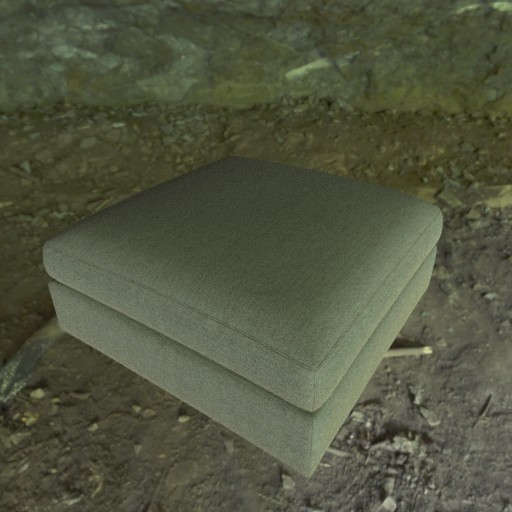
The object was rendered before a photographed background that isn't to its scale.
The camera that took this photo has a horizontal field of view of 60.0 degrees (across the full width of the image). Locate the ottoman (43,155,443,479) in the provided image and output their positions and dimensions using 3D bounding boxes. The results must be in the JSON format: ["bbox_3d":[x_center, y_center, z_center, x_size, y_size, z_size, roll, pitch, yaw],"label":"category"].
[{"bbox_3d":[0.000,0.000,1.594,1.041,0.470,1.041,19,35,29],"label":"ottoman"}]
